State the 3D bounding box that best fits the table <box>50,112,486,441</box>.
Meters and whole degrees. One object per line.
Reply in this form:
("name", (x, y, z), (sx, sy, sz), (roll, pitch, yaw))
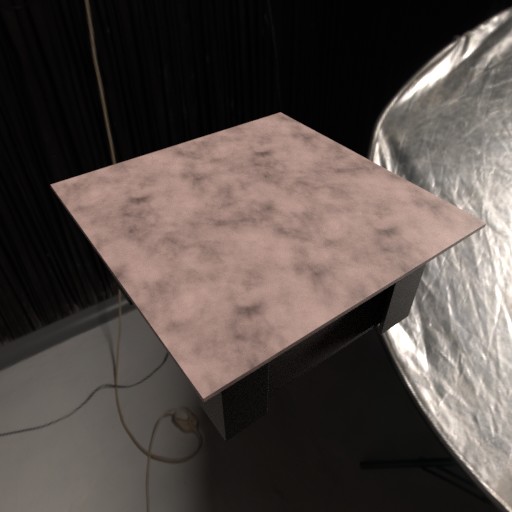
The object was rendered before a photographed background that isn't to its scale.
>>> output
("table", (0.000, 0.000, 1.053), (0.670, 0.305, 0.670), (-26, 47, -26))
